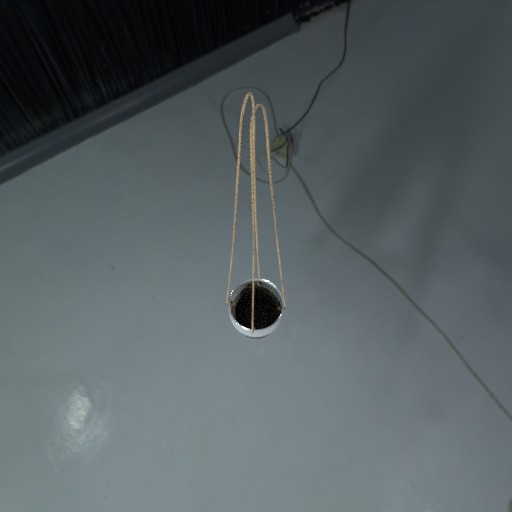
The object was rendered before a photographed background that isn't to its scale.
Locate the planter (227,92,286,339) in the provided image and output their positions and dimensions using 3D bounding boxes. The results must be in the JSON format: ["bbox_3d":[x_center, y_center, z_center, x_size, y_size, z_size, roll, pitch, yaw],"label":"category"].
[{"bbox_3d":[0.000,0.000,1.143,0.187,1.073,0.187,-36,70,-16],"label":"planter"}]
